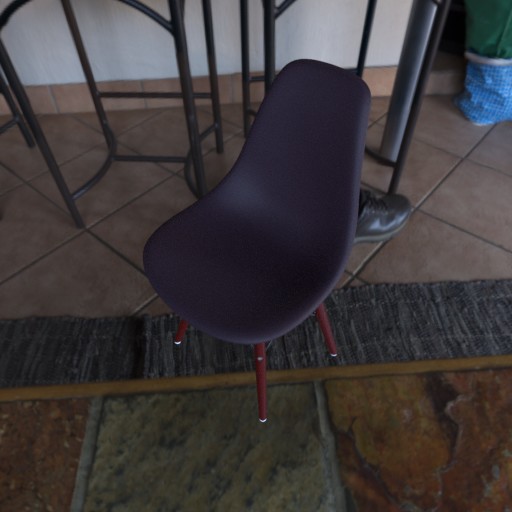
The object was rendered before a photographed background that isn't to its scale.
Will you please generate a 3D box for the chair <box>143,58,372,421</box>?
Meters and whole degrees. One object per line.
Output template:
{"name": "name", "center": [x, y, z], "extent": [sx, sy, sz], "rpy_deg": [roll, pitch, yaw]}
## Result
{"name": "chair", "center": [0.000, 0.000, 1.156], "extent": [0.470, 0.826, 0.533], "rpy_deg": [34, 55, 28]}
